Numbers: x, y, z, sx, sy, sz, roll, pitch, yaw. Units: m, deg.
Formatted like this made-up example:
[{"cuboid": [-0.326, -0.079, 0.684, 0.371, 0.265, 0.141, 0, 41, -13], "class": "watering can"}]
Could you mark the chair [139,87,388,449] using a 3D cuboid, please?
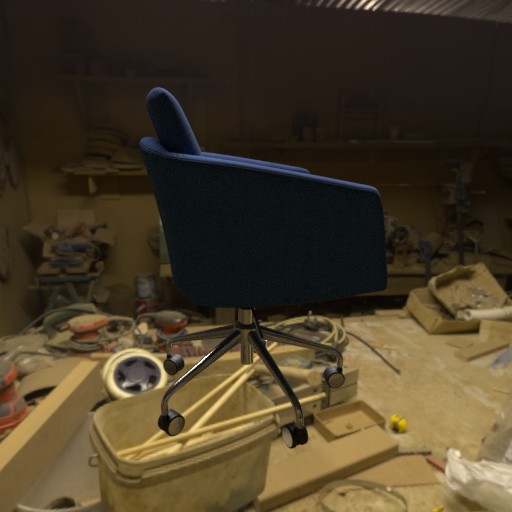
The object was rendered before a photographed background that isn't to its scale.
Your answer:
[{"cuboid": [0.000, 0.000, 1.334, 0.635, 0.908, 0.641, -2, 14, -9], "class": "chair"}]
